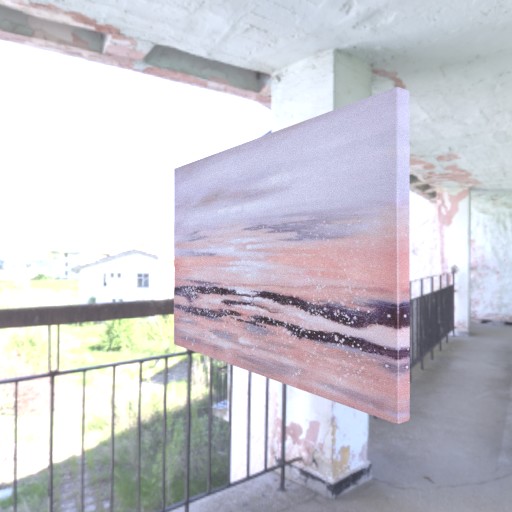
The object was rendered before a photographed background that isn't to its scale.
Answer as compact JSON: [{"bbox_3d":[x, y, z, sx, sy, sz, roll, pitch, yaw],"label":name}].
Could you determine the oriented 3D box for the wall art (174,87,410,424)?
[{"bbox_3d":[0.000,0.000,1.175,0.038,0.609,0.913,0,0,-36],"label":"wall art"}]
